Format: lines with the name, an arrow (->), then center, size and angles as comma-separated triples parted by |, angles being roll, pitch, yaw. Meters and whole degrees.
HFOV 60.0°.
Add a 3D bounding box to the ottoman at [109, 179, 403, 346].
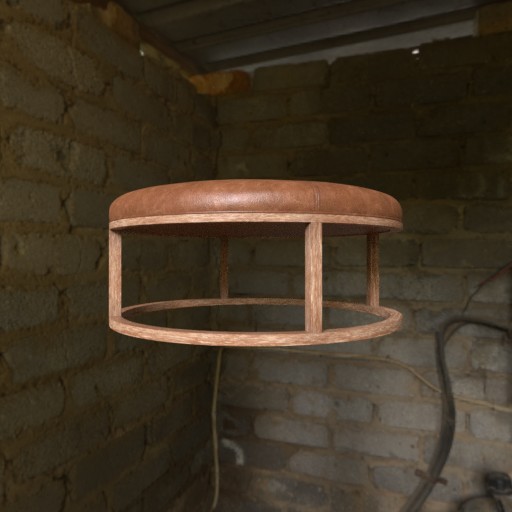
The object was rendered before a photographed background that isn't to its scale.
ottoman -> 0.000, 0.000, 1.585 | 1.006, 0.445, 1.006 | 0, 0, 0
